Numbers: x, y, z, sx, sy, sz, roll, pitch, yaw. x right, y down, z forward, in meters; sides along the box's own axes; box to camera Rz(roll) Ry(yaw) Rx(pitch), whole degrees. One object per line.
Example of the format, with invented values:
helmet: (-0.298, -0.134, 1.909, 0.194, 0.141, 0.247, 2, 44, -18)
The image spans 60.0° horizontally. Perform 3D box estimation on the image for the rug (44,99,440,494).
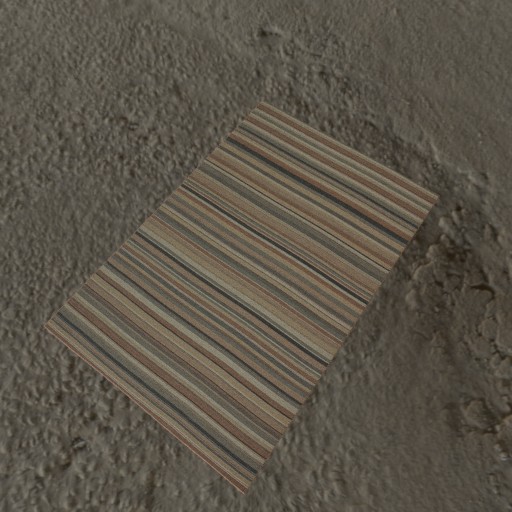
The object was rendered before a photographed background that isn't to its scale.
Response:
rug: (0.000, 0.000, 2.315, 1.219, 0.008, 1.829, 33, 69, 15)
